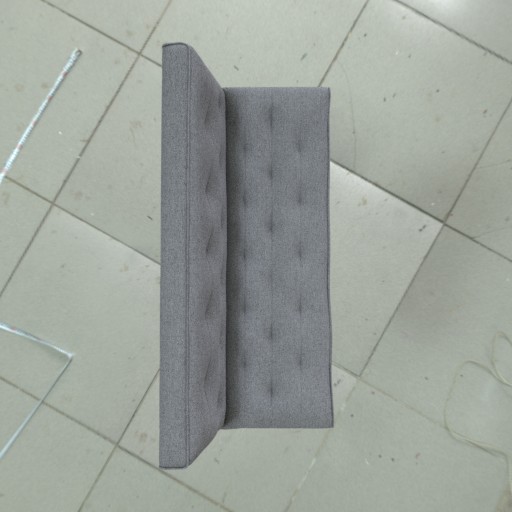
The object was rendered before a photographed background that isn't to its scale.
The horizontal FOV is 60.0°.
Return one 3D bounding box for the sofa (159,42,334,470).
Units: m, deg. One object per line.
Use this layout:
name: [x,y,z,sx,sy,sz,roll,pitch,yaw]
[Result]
sofa: [0.000,0.000,2.260,0.810,0.830,1.820,0,88,1]
